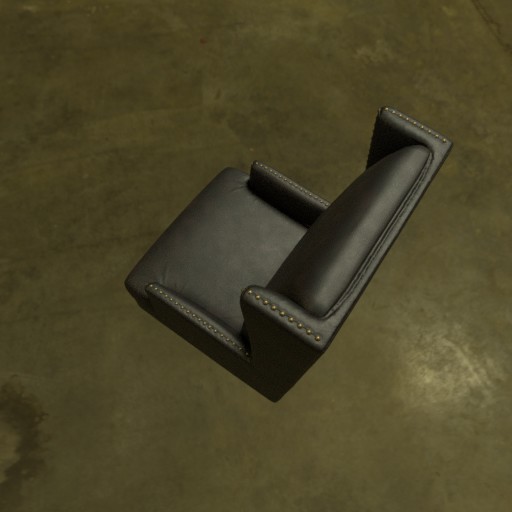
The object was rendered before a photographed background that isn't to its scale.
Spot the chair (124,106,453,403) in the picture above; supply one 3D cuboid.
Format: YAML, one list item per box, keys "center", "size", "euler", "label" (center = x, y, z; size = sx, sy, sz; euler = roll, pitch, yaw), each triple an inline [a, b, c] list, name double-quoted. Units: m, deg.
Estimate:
- center: [0.000, 0.000, 1.614]
  size: [0.799, 1.142, 0.703]
  euler: [31, 67, 15]
  label: "chair"
